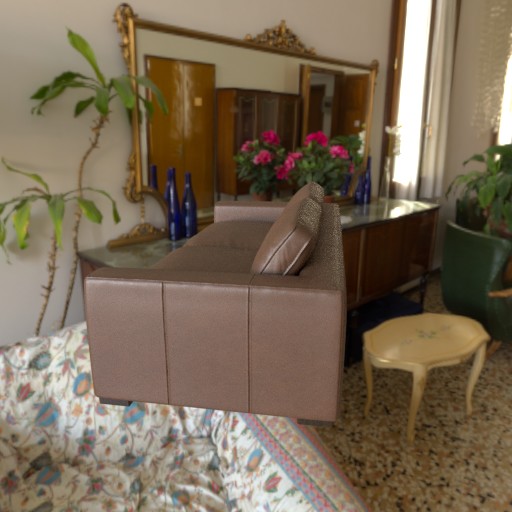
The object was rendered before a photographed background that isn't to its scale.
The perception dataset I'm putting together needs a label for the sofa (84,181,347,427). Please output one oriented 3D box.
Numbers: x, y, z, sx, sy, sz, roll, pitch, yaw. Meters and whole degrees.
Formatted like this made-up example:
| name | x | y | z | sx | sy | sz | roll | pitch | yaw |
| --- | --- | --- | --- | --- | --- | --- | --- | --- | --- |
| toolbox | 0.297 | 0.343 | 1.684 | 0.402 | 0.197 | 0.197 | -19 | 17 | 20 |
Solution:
| name | x | y | z | sx | sy | sz | roll | pitch | yaw |
| --- | --- | --- | --- | --- | --- | --- | --- | --- | --- |
| sofa | 0.000 | 0.000 | 2.793 | 1.070 | 0.801 | 2.262 | 2 | 15 | 9 |
